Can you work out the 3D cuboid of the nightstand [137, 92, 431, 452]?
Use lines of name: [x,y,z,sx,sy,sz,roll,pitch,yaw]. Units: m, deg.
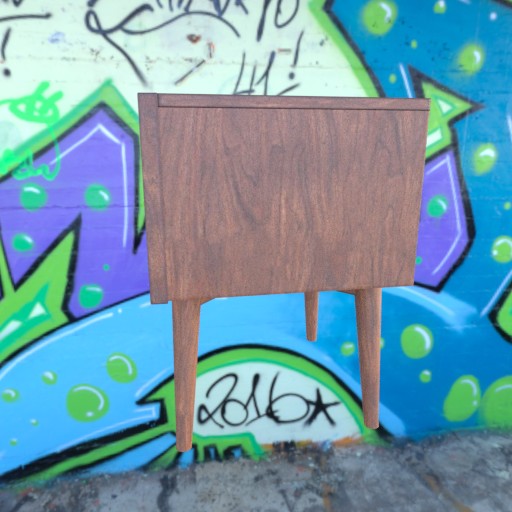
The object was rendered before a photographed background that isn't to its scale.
nightstand: [0.000,0.000,0.957,0.445,0.607,0.521,-3,15,-10]
